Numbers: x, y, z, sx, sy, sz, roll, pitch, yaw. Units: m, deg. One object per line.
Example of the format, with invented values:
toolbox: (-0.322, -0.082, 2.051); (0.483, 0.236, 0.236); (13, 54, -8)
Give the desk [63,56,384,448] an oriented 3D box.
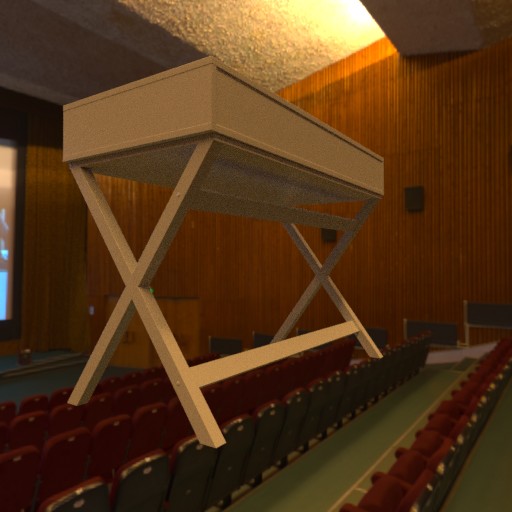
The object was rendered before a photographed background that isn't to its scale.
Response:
desk: (0.000, 0.000, 1.452); (0.509, 0.780, 1.059); (0, -1, 34)
